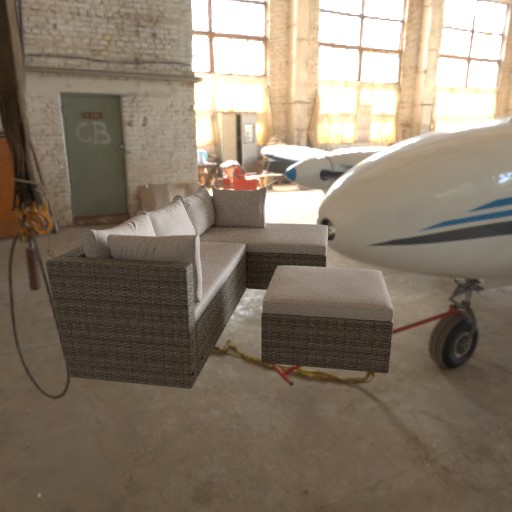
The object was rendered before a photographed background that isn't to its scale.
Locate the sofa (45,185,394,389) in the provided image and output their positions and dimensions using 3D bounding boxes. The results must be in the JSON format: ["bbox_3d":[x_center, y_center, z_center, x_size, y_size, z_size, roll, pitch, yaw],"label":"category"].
[{"bbox_3d":[0.000,0.000,3.066,1.662,0.766,2.192,3,16,9],"label":"sofa"}]
